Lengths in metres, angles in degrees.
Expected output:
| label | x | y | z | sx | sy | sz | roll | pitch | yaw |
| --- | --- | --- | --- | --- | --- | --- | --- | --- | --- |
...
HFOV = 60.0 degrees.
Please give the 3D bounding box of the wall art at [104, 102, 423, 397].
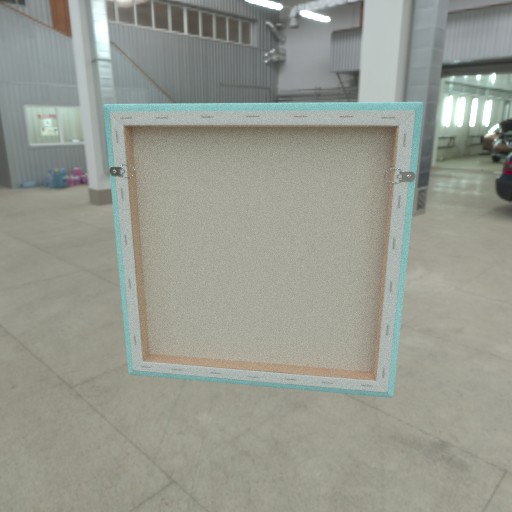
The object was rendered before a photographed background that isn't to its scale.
| label | x | y | z | sx | sy | sz | roll | pitch | yaw |
| --- | --- | --- | --- | --- | --- | --- | --- | --- | --- |
| wall art | 0.000 | 0.000 | 1.175 | 0.765 | 0.766 | 0.054 | 3 | 17 | 8 |
